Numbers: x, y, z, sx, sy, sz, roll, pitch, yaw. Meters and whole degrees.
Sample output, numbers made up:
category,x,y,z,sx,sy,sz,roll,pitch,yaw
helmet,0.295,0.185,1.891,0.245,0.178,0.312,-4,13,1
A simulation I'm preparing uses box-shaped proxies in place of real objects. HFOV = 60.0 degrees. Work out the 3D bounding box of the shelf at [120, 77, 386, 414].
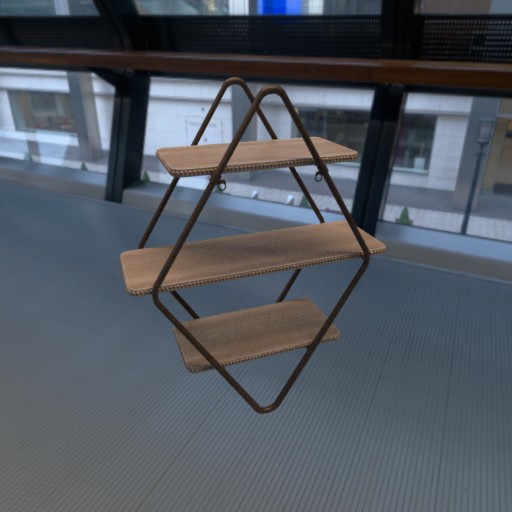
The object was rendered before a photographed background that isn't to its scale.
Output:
category,x,y,z,sx,sy,sz,roll,pitch,yaw
shelf,0.000,0.000,1.048,0.609,0.774,0.234,-9,27,-18
